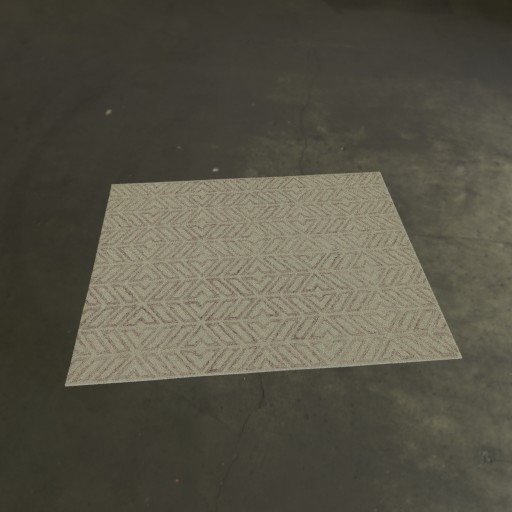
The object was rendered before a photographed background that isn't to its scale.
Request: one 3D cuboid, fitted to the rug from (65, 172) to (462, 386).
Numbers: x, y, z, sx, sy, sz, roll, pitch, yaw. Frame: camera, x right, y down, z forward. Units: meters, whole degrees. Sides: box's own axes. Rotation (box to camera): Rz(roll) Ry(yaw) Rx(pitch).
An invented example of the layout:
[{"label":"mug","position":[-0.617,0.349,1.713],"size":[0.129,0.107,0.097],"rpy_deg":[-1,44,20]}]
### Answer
[{"label":"rug","position":[0.000,0.000,4.203],"size":[3.045,0.008,2.421],"rpy_deg":[-3,47,-3]}]
